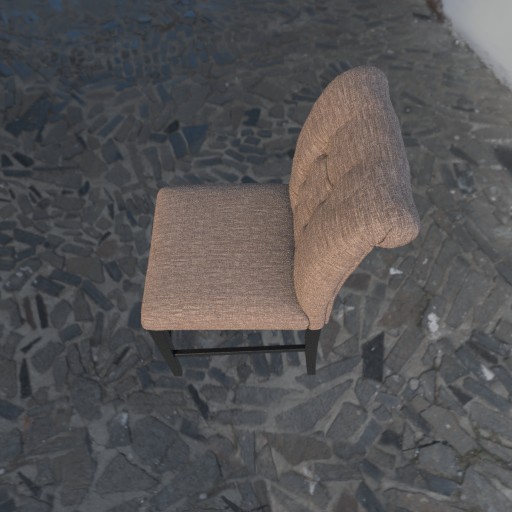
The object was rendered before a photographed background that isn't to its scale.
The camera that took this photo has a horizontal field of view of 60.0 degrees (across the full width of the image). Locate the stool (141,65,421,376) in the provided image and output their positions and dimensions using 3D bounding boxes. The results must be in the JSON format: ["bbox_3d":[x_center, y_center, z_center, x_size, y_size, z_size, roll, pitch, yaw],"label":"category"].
[{"bbox_3d":[0.000,0.000,1.293,0.611,0.970,0.457,0,59,0],"label":"stool"}]
